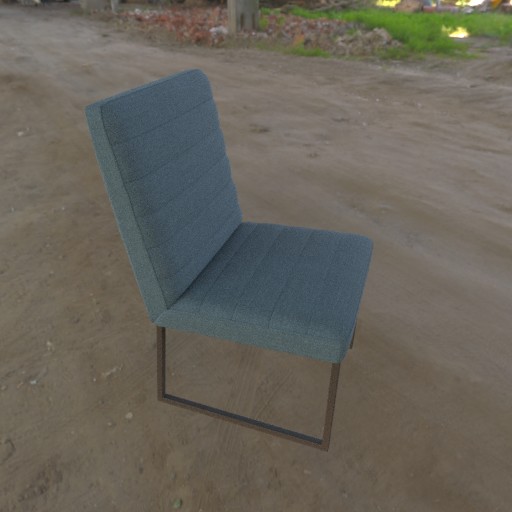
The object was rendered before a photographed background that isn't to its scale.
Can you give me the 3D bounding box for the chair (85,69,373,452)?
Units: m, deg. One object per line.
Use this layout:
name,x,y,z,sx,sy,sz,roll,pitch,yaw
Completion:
chair,0.000,0.000,1.295,0.634,0.930,0.520,10,33,16
